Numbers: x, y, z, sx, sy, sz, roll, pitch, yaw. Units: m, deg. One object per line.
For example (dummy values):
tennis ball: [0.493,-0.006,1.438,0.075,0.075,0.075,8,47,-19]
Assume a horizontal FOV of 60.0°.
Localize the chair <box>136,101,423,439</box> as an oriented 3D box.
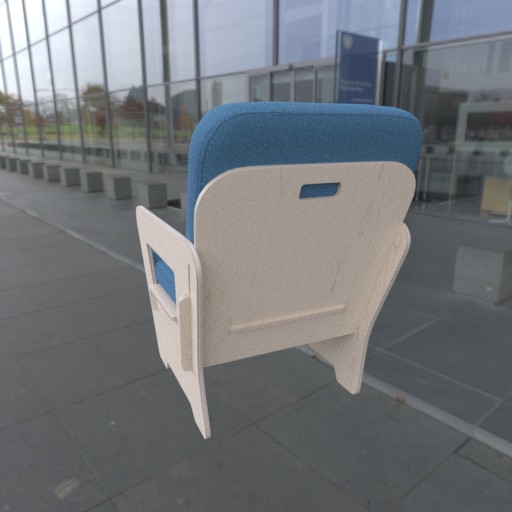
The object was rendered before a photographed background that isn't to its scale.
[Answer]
chair: [0.000,0.000,1.186,0.547,0.747,0.657,-7,17,-24]
